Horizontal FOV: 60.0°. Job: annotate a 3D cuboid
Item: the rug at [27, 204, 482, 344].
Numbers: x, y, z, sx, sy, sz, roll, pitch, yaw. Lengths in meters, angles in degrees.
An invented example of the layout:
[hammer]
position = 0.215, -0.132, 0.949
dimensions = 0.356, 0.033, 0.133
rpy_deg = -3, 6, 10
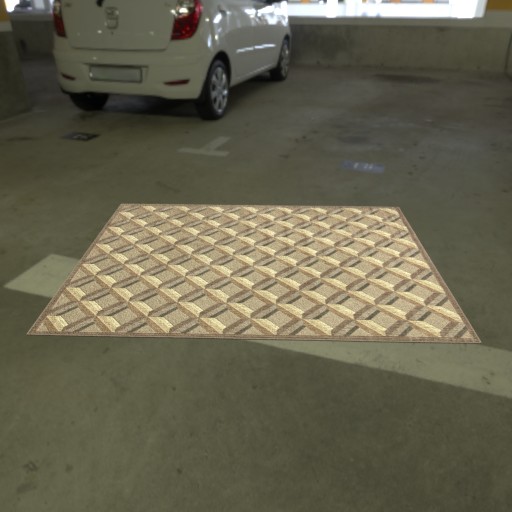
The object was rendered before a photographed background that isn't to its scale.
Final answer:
[rug]
position = 0.000, 0.000, 4.224
dimensions = 3.294, 0.018, 2.382
rpy_deg = 1, 30, 1
